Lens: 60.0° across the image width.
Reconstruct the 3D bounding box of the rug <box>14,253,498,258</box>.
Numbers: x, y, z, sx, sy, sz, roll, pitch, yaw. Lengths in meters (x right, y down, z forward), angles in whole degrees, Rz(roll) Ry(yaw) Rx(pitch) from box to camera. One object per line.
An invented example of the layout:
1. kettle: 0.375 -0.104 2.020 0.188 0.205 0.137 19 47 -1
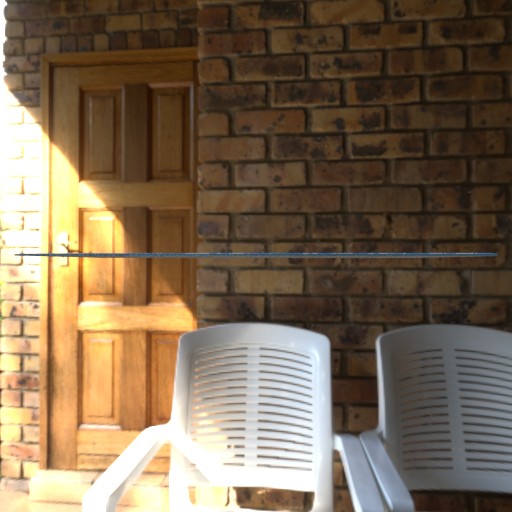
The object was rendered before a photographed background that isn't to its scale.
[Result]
1. rug: 0.000 0.000 1.415 1.219 0.007 0.604 0 -1 0
